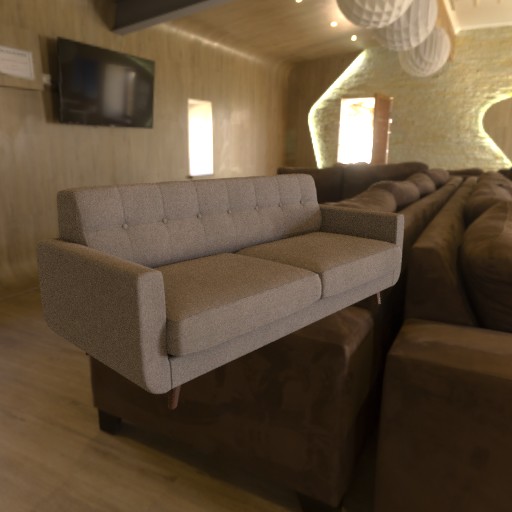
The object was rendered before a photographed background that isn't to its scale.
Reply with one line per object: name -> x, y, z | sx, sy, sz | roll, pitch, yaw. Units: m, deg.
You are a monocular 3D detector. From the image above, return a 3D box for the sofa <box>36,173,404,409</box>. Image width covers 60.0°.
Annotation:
sofa -> 0.000, 0.000, 2.495 | 0.909, 0.841, 2.029 | 12, 18, 42
